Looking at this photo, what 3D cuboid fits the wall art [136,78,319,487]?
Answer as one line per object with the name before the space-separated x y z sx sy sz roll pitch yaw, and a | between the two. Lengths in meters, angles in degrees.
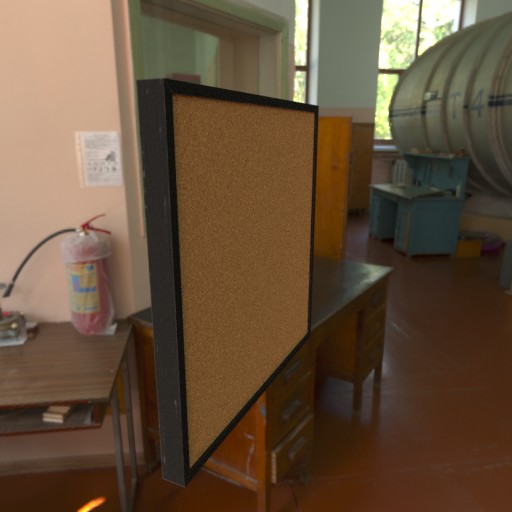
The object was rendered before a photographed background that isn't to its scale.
wall art | 0.000 0.000 0.746 0.036 0.506 0.506 7 17 25
